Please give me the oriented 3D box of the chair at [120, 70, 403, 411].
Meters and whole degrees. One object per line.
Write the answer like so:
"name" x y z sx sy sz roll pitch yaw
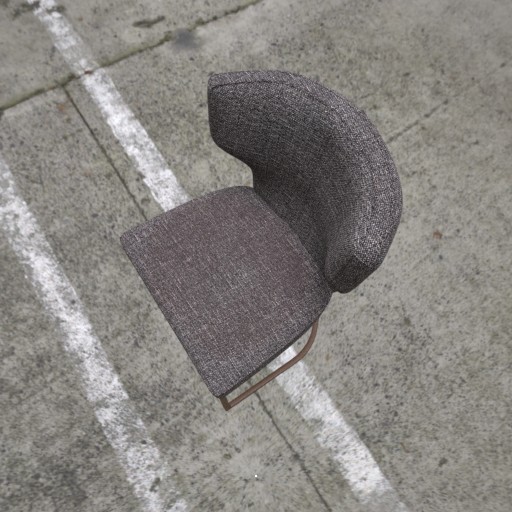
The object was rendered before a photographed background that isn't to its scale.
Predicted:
"chair" 0.000 0.000 1.284 0.617 0.824 0.611 -31 68 -14
